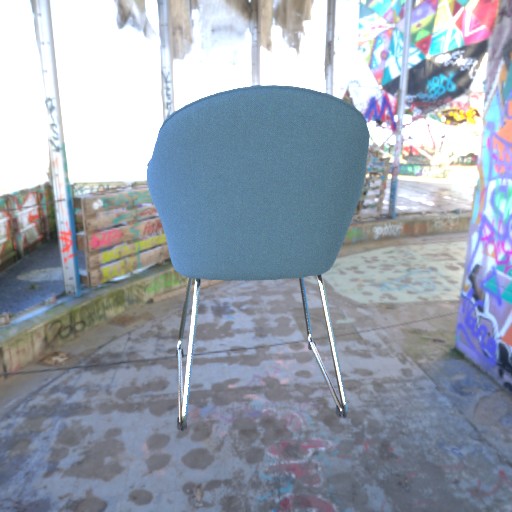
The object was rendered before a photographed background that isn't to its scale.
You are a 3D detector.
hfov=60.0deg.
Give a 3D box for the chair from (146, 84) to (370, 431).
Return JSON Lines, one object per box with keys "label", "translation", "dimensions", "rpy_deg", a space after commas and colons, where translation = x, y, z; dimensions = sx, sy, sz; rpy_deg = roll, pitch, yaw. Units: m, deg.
{"label": "chair", "translation": [0.000, 0.000, 1.211], "dimensions": [0.570, 0.815, 0.585], "rpy_deg": [-2, 15, -7]}
